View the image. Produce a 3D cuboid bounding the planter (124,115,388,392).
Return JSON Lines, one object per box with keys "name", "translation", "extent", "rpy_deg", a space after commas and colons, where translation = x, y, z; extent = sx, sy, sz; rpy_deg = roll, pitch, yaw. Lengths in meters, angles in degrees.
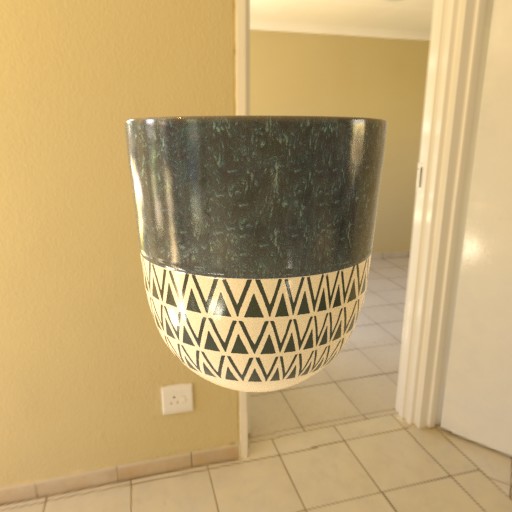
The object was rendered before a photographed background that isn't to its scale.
{"name": "planter", "translation": [0.000, 0.000, 0.368], "extent": [0.195, 0.214, 0.195], "rpy_deg": [0, 15, 0]}
